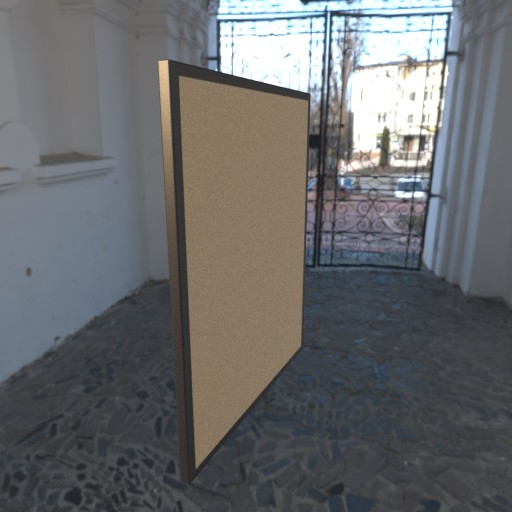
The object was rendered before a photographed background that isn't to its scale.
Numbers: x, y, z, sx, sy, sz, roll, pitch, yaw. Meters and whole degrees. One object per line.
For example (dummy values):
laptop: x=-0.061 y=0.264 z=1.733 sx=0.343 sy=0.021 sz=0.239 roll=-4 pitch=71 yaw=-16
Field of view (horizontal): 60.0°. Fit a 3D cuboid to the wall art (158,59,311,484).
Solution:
wall art: x=0.000 y=0.000 z=0.790 sx=0.018 sy=0.582 sz=0.481 roll=7 pitch=17 yaw=25
